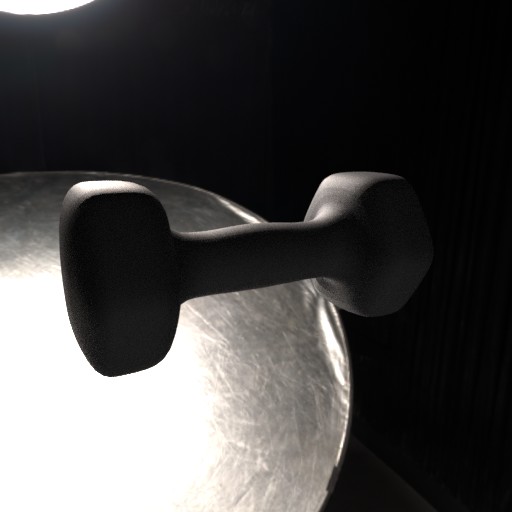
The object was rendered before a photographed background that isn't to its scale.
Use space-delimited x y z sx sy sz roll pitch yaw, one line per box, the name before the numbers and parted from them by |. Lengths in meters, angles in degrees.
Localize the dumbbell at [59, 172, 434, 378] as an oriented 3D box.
dumbbell | 0.000 0.000 0.297 0.240 0.105 0.116 -7 16 -26
